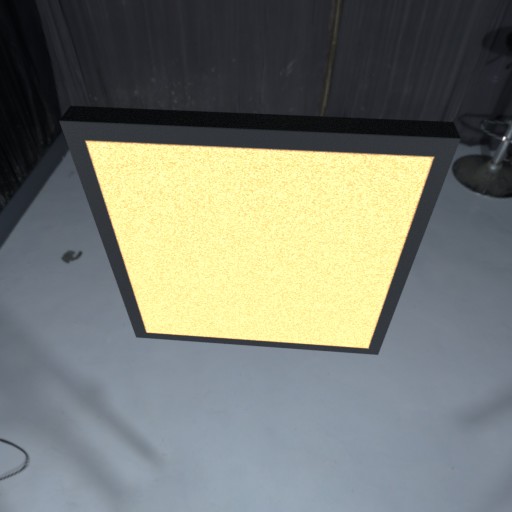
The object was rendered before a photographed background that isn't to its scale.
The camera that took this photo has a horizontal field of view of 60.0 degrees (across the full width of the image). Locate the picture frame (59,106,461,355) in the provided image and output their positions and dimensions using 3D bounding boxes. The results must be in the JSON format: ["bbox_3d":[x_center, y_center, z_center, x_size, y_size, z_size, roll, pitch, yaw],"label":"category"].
[{"bbox_3d":[0.000,0.000,0.528,0.355,0.353,0.029,3,47,3],"label":"picture frame"}]
